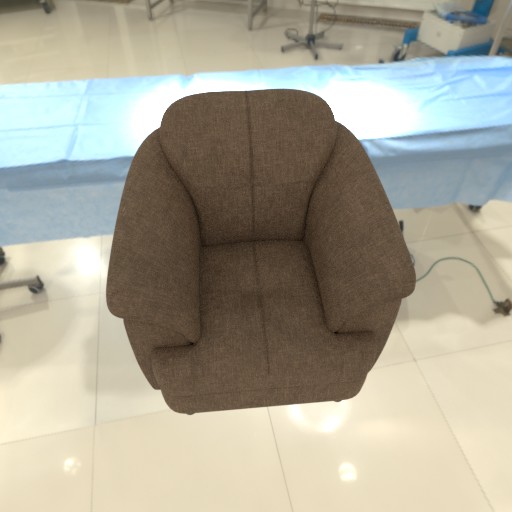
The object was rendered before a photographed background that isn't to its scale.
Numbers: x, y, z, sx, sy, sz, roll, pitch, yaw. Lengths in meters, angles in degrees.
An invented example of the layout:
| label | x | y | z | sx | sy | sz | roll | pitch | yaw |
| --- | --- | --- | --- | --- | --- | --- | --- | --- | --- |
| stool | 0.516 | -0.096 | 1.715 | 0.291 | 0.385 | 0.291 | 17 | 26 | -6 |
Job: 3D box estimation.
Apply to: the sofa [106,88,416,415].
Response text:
| label | x | y | z | sx | sy | sz | roll | pitch | yaw |
| --- | --- | --- | --- | --- | --- | --- | --- | --- | --- |
| sofa | 0.000 | 0.000 | 1.491 | 0.870 | 0.811 | 0.794 | -4 | 47 | -4 |
